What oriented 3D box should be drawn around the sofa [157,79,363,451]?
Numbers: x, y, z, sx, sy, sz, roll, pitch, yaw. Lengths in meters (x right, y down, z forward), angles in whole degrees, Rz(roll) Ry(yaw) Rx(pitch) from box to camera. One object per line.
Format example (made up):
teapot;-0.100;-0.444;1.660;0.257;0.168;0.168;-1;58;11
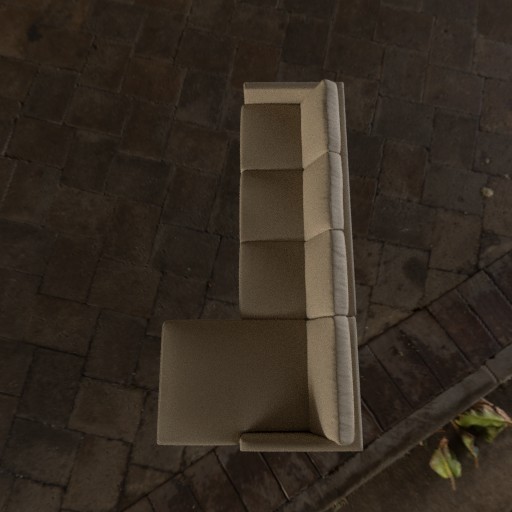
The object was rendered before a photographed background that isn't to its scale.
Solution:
sofa;0.000;0.000;3.940;1.622;0.871;3.206;0;76;0
